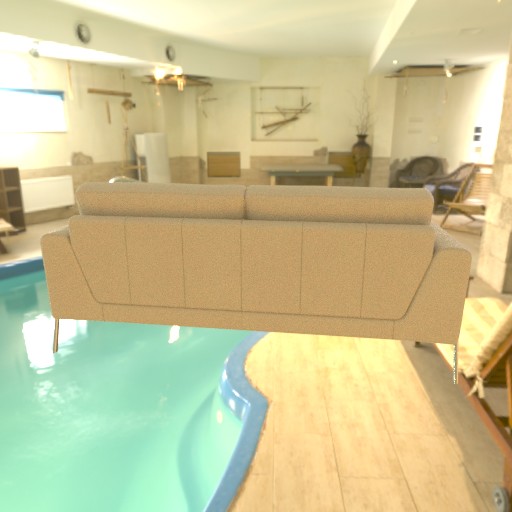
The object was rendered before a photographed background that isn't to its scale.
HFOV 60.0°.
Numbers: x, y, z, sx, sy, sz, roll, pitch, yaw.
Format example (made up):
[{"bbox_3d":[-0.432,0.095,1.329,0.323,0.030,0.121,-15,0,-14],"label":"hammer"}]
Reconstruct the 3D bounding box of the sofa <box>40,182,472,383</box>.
[{"bbox_3d":[0.000,0.000,2.501,2.017,0.875,0.953,2,16,8],"label":"sofa"}]
